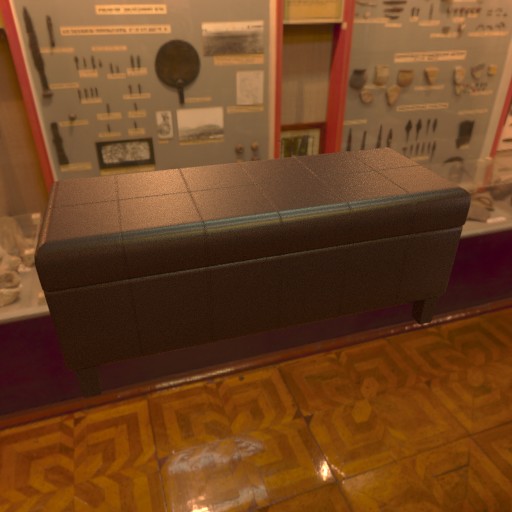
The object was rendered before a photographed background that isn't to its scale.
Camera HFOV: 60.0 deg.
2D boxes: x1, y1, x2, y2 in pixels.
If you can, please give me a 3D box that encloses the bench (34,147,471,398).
[{"bbox_3d":[0.000,0.000,1.326,1.092,0.457,0.429,-9,32,-14],"label":"bench"}]
